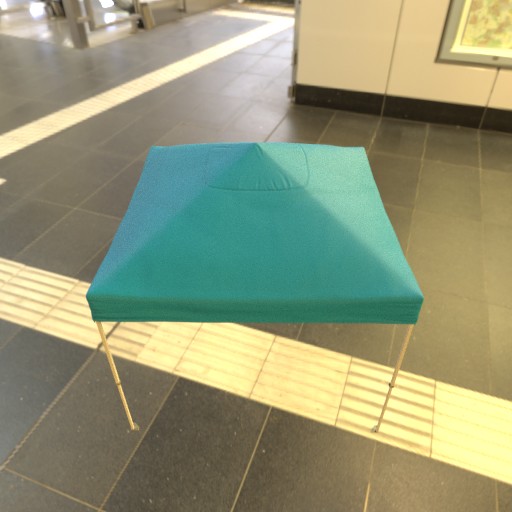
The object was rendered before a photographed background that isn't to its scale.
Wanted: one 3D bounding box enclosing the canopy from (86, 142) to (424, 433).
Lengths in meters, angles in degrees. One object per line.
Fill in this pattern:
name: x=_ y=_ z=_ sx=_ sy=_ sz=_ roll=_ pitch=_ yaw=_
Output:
canopy: x=0.000 y=0.000 z=5.496 sx=2.998 sy=2.997 sz=2.996 roll=0 pitch=39 yaw=0
